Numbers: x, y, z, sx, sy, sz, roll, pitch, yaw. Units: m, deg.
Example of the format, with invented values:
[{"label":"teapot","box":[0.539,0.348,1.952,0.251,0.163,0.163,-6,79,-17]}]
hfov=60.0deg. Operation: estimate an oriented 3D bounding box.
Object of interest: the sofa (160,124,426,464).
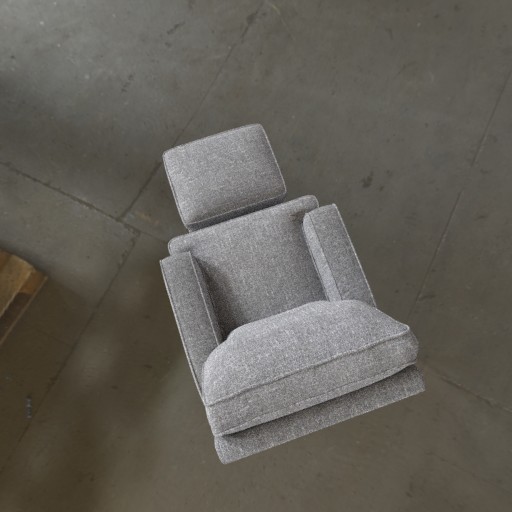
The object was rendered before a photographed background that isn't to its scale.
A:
[{"label":"sofa","box":[0.000,0.000,2.024,0.861,0.959,1.472,-18,76,-5]}]
